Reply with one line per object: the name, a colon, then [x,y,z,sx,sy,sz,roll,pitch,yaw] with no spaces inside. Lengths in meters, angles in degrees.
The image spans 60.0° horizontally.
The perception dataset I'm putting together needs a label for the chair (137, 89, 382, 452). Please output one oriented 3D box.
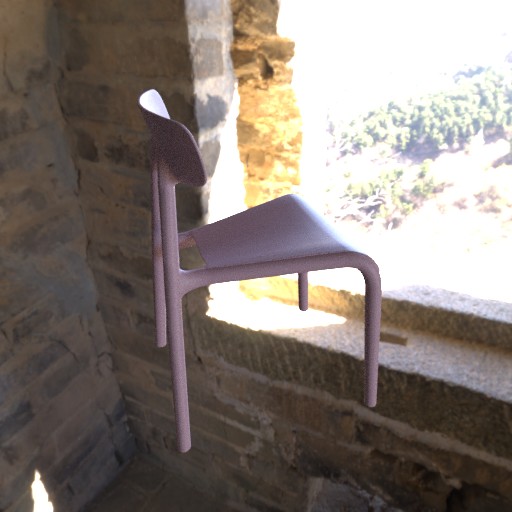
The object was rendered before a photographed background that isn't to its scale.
chair: [0.000,0.000,0.842,0.401,0.580,0.356,-10,31,-16]
